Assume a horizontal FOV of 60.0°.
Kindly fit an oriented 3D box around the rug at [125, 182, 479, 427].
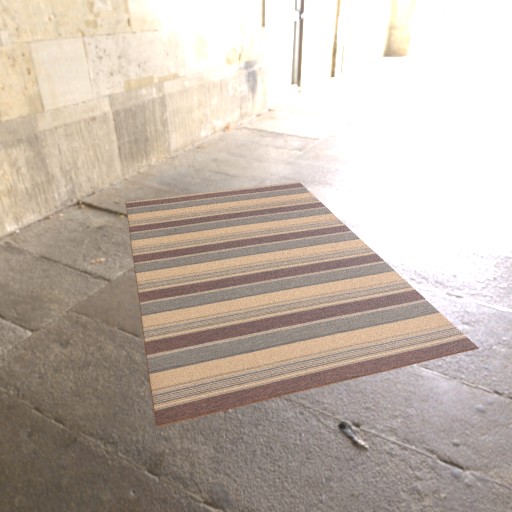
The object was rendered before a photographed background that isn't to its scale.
[{"bbox_3d":[0.000,0.000,2.288,1.219,0.008,1.829,-9,32,-15],"label":"rug"}]
